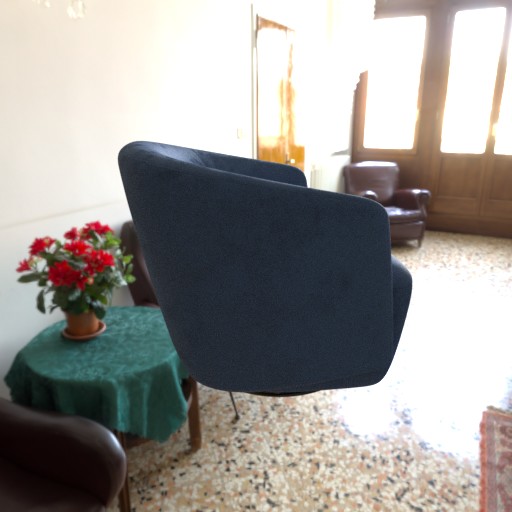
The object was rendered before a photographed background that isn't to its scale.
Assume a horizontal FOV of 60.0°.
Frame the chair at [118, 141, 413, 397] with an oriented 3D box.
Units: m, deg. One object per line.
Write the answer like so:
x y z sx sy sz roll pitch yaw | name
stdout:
0.000 0.000 1.385 0.767 0.698 0.773 -3 17 -8 | chair
